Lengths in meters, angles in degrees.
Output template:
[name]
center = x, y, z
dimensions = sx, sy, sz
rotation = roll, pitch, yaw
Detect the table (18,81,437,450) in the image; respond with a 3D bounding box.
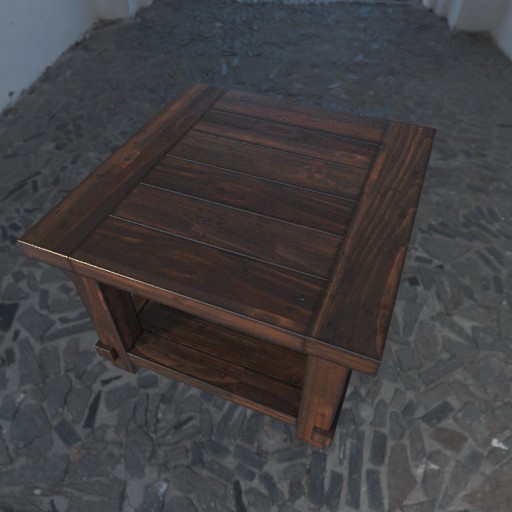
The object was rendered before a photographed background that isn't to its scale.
[table]
center = 0.000, 0.000, 0.994
dimensions = 0.593, 0.437, 0.606
rotation = 16, 49, 15
